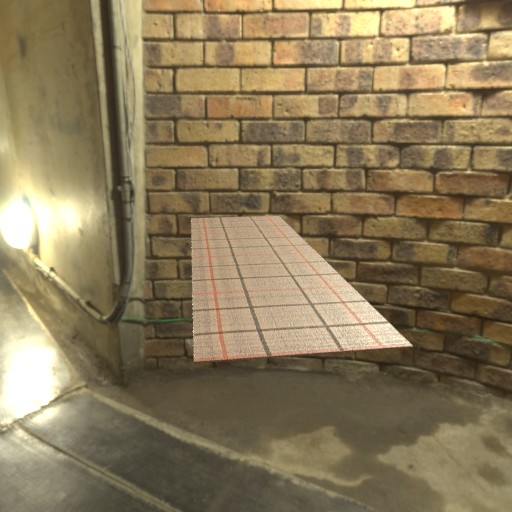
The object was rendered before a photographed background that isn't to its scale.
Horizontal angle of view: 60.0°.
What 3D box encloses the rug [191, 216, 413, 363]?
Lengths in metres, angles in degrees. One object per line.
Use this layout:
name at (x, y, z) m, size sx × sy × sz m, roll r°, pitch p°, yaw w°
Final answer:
rug at (0.000, 0.000, 2.660) m, size 0.762 × 0.008 × 2.439 m, roll -2°, pitch 16°, yaw -8°
